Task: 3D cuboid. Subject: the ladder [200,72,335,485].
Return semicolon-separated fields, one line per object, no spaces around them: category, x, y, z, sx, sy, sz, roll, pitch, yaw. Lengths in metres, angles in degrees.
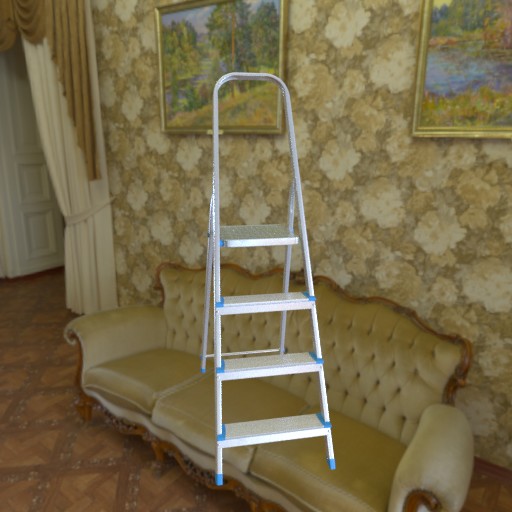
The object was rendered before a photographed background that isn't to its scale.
ladder;0.000;0.000;1.819;0.445;1.434;0.842;-3;15;-10
